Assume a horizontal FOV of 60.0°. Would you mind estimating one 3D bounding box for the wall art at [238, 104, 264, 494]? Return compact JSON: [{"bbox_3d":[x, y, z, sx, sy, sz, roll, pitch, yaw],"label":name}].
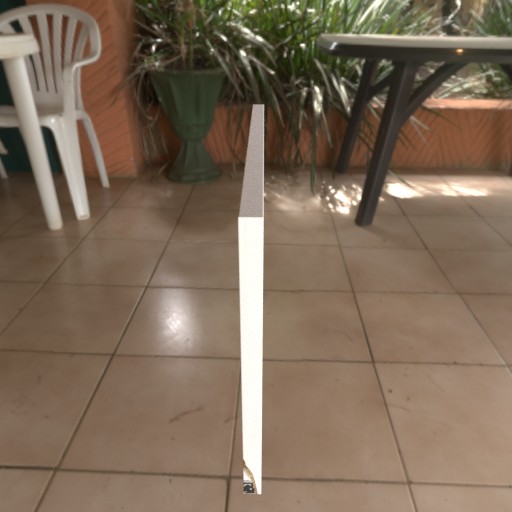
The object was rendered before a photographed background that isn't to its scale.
[{"bbox_3d":[0.000,0.000,1.141,0.038,0.601,0.898,1,28,1],"label":"wall art"}]
